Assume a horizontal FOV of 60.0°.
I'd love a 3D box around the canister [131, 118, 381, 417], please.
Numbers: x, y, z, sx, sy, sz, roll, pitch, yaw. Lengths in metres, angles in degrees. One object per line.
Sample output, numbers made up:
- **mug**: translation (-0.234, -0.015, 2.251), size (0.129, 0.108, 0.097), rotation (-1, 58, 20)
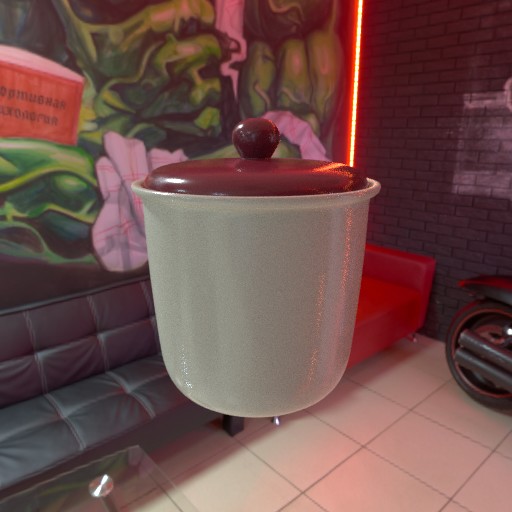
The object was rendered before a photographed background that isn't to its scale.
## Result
- **canister**: translation (0.000, 0.000, 0.349), size (0.182, 0.208, 0.182), rotation (0, 16, 0)
